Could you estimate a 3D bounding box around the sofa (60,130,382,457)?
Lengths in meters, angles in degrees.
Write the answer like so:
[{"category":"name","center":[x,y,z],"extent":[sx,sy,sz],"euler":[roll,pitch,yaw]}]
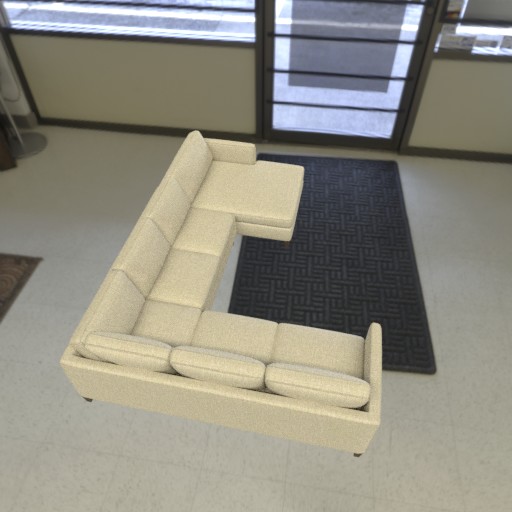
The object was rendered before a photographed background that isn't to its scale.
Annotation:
[{"category":"sofa","center":[0.000,0.000,4.639],"extent":[2.551,0.889,3.403],"euler":[8,47,8]}]
